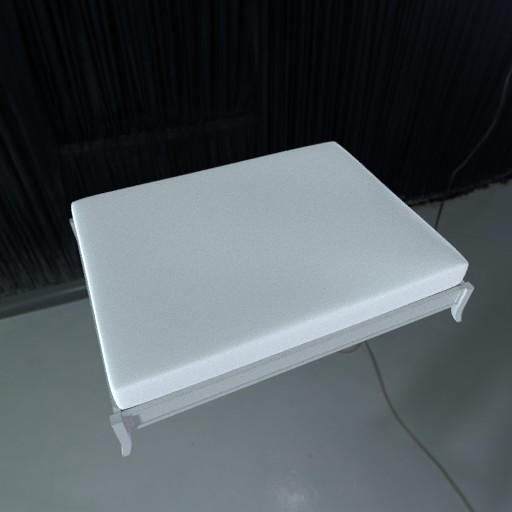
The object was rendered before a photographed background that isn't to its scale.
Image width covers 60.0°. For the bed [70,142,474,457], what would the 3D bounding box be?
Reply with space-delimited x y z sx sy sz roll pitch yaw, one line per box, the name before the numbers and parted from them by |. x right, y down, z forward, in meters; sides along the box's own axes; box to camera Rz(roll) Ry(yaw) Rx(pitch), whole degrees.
bed | 0.000 0.000 2.821 2.108 0.510 1.604 -17 47 -16
